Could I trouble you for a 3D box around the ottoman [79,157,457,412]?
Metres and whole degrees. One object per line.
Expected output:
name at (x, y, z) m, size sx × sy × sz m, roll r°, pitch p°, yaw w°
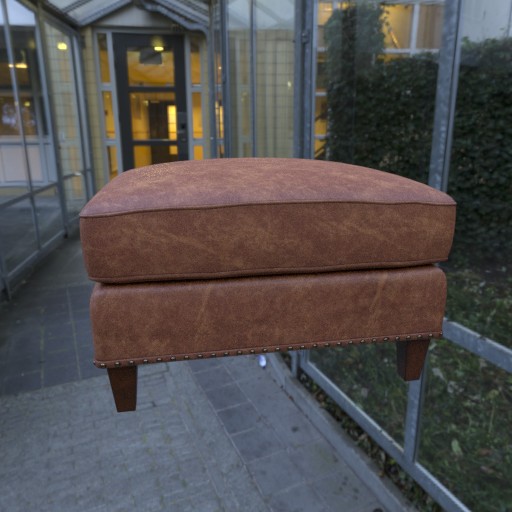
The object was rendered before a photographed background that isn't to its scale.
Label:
ottoman at (0.000, 0.000, 1.138) m, size 0.742 × 0.486 × 0.586 m, roll -3°, pitch 16°, yaw -10°
